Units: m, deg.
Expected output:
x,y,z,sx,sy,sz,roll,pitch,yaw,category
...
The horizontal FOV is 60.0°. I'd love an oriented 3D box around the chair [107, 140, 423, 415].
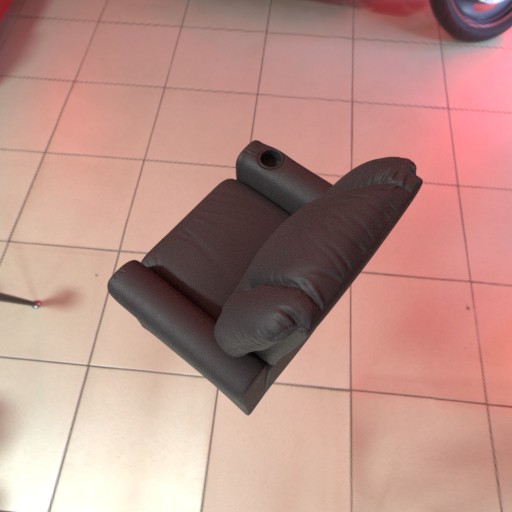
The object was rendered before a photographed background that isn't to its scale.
x,y,z,sx,sy,sz,roll,pitch,yaw,category
0.000,0.000,1.130,0.521,0.709,0.610,35,68,17,chair
